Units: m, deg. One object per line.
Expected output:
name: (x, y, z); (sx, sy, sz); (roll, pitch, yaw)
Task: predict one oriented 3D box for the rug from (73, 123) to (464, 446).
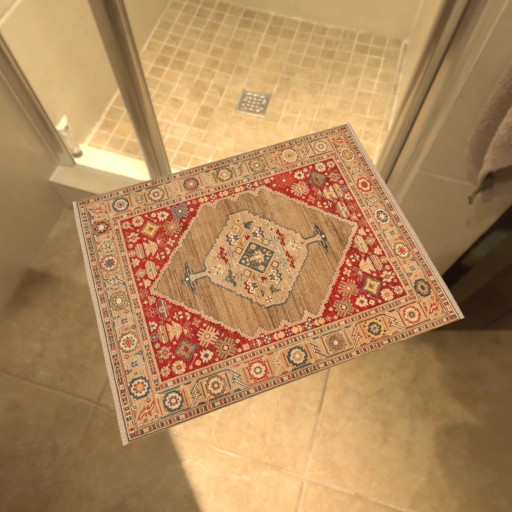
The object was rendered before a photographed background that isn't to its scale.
rug: (0.000, 0.000, 4.272); (3.143, 0.008, 2.451); (-18, 65, -9)
